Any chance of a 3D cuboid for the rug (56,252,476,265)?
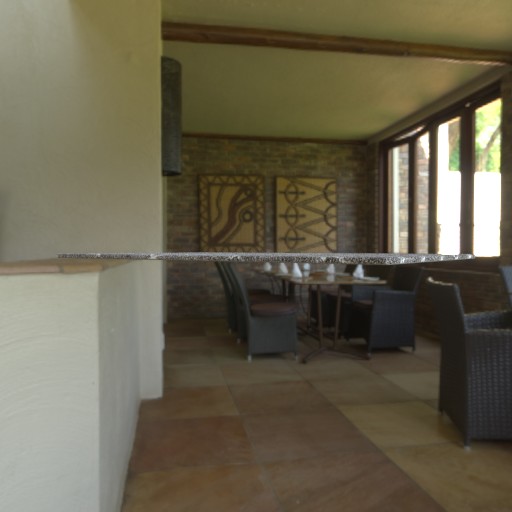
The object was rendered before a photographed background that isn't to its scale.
[{"bbox_3d":[0.000,0.000,3.017,2.438,0.030,1.524,1,1,38],"label":"rug"}]
